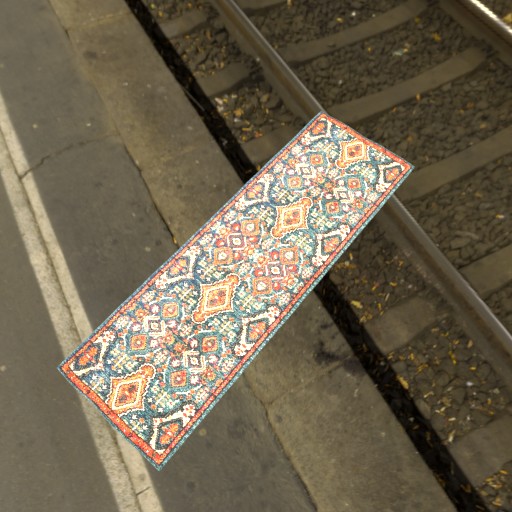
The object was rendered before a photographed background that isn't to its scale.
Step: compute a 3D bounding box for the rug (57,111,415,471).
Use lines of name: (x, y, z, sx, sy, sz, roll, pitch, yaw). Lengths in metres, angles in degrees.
rug: (0.000, 0.000, 2.728, 0.801, 0.010, 2.459, 37, 69, 17)
